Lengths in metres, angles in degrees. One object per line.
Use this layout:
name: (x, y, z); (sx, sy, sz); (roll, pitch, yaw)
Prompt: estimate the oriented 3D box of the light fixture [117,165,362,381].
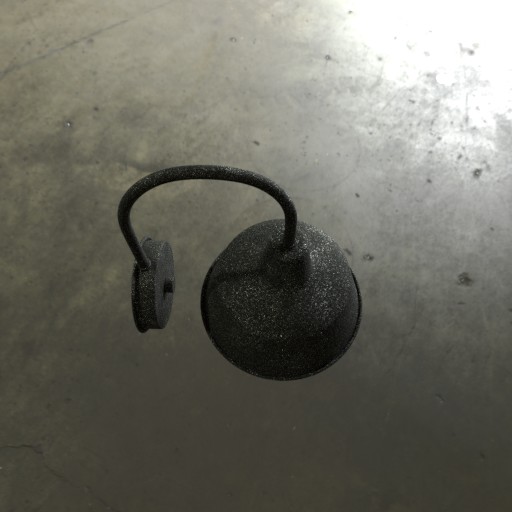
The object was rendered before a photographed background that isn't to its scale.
light fixture: (0.000, 0.000, 0.485); (0.283, 0.300, 0.216); (2, 63, 1)
